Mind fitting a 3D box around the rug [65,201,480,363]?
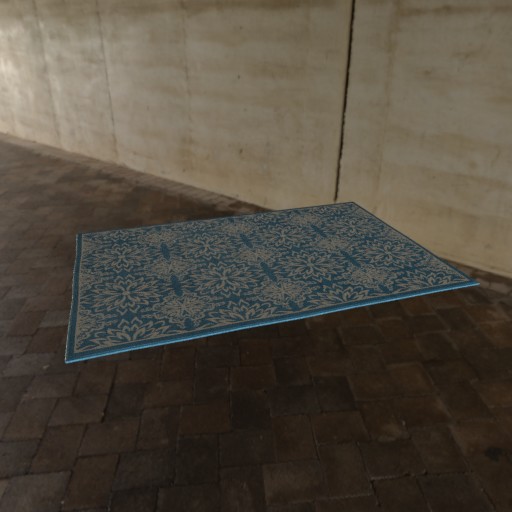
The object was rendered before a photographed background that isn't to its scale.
[{"bbox_3d":[0.000,0.000,2.357,1.833,0.012,1.211,-8,28,-16],"label":"rug"}]
